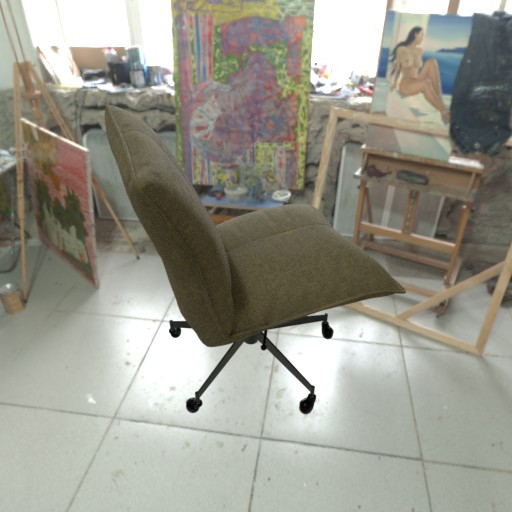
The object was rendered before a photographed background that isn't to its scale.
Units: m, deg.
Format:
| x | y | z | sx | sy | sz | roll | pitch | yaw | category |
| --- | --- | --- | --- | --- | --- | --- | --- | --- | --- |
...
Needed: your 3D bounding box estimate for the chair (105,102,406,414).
| x | y | z | sx | sy | sz | roll | pitch | yaw | category |
| --- | --- | --- | --- | --- | --- | --- | --- | --- | --- |
| 0.000 | 0.000 | 1.304 | 0.696 | 0.811 | 0.597 | -12 | 34 | -17 | chair |
